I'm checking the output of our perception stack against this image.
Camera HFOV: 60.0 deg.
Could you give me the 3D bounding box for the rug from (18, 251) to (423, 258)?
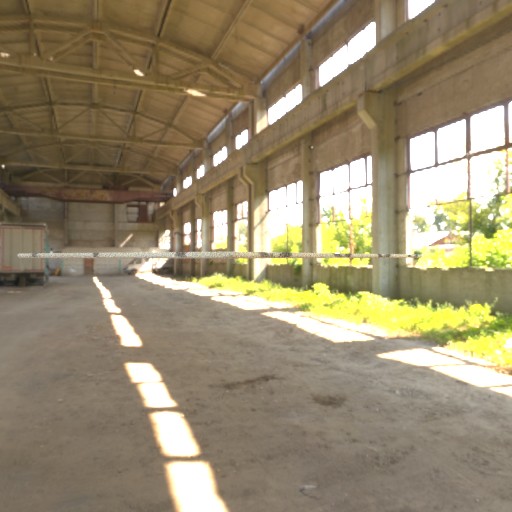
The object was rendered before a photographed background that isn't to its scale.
[{"bbox_3d":[0.000,0.000,2.906,1.501,0.024,2.348,0,0,36],"label":"rug"}]
